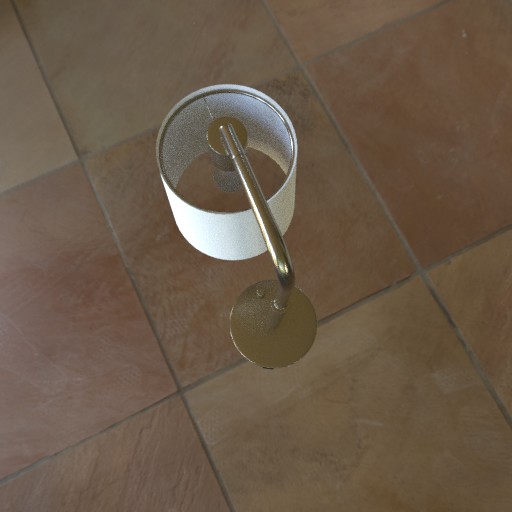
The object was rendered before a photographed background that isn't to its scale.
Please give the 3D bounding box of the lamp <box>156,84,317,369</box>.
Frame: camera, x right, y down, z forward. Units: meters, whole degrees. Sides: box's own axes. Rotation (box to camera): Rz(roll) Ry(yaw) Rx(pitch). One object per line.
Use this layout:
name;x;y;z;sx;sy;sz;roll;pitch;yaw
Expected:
lamp;0.000;0.000;0.631;0.171;0.489;0.333;-22;78;-5
